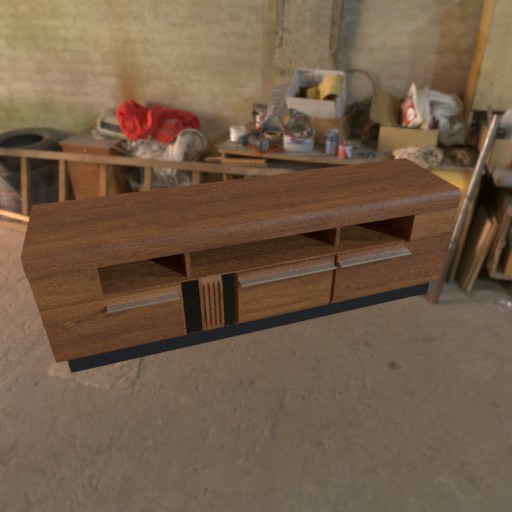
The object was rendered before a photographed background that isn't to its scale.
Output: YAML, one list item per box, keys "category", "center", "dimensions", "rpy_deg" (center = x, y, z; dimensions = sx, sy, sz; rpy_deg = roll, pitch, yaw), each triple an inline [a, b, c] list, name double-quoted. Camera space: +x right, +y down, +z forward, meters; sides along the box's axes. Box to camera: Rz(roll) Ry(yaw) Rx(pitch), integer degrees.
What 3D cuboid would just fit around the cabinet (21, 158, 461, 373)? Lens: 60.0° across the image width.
- category: "cabinet"
  center: [0.000, 0.000, 1.815]
  dimensions: [1.600, 0.510, 0.419]
  rpy_deg: [-10, 34, -15]
